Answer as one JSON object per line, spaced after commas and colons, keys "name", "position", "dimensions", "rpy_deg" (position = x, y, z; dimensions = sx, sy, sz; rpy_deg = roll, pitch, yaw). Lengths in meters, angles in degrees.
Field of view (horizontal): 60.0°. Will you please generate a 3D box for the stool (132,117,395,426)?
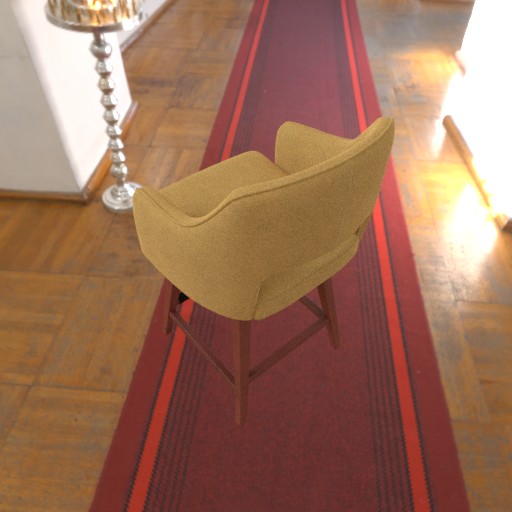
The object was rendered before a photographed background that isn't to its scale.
{"name": "stool", "position": [0.000, 0.000, 1.279], "dimensions": [0.548, 0.924, 0.558], "rpy_deg": [-31, 53, -27]}
